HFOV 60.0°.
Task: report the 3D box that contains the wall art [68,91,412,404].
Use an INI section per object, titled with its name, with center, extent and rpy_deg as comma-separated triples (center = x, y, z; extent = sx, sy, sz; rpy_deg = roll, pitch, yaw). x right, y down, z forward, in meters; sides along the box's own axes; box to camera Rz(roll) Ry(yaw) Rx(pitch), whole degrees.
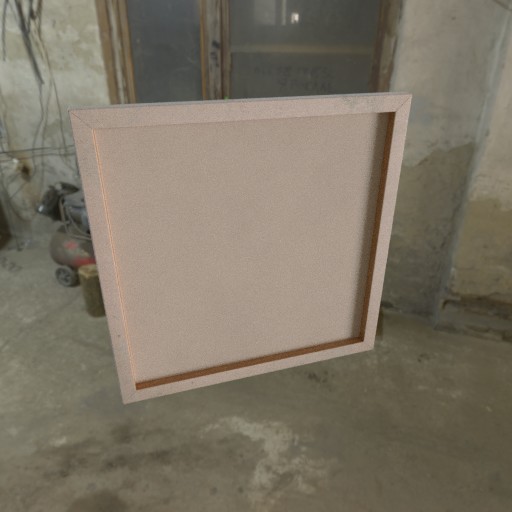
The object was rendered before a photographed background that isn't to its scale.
[wall art]
center = 0.000, 0.000, 1.133
extent = 0.762, 0.762, 0.038
rpy_deg = -8, 28, -16
